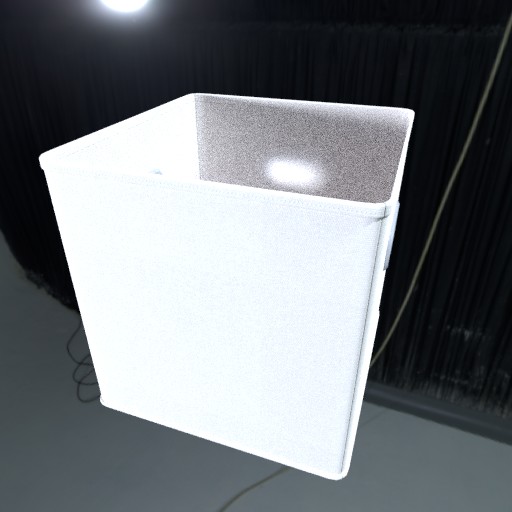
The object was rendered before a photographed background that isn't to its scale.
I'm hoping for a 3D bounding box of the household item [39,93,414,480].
[{"bbox_3d":[0.000,0.000,0.535,0.305,0.305,0.305,10,32,17],"label":"household item"}]
